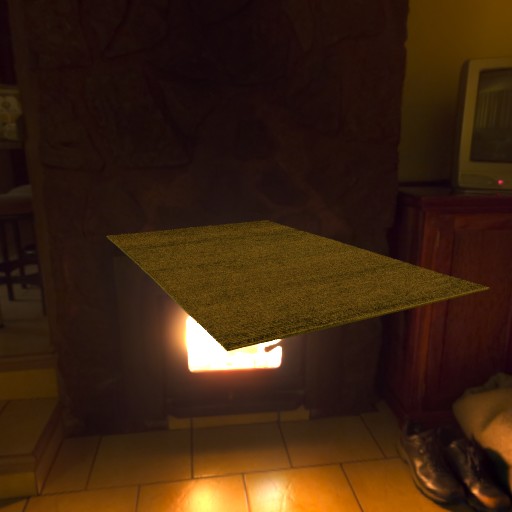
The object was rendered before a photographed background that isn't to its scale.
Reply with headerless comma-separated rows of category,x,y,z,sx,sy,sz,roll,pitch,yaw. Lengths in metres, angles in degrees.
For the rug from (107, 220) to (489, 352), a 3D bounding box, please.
rug,0.000,0.000,2.241,1.145,0.021,1.777,-8,16,-27
